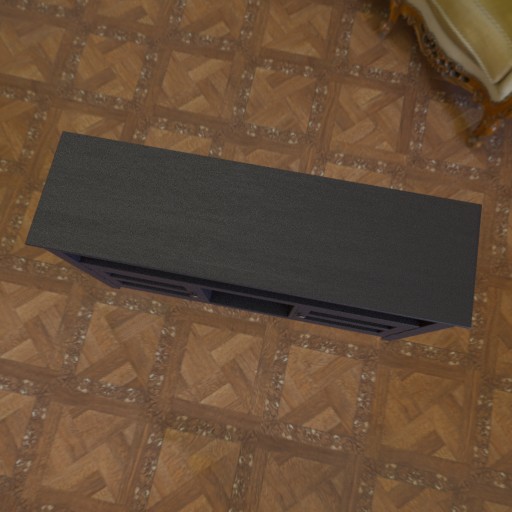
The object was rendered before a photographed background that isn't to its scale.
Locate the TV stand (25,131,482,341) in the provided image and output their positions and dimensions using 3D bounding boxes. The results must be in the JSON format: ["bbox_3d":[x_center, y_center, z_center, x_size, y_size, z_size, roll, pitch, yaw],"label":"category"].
[{"bbox_3d":[0.000,0.000,1.529,1.198,0.681,0.347,10,76,3],"label":"TV stand"}]
